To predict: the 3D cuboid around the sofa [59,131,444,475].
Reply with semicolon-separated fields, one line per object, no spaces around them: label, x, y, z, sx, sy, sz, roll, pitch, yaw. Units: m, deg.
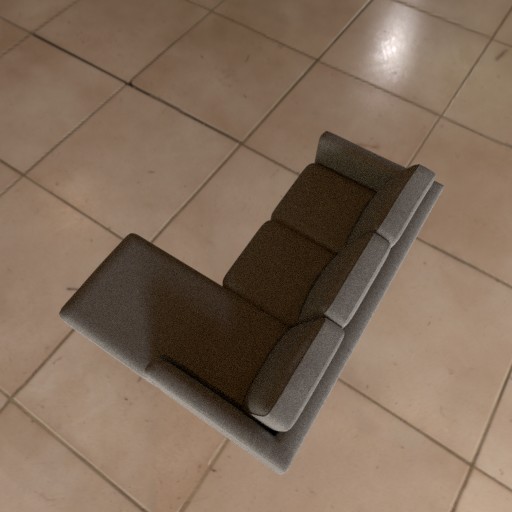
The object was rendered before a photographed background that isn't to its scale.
sofa;0.000;0.000;2.949;1.667;0.957;2.055;30;67;14
